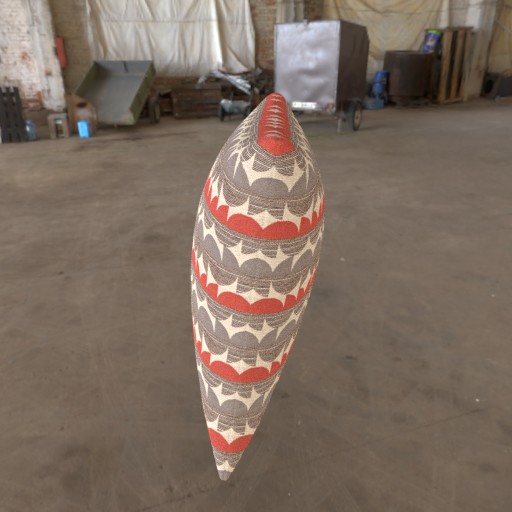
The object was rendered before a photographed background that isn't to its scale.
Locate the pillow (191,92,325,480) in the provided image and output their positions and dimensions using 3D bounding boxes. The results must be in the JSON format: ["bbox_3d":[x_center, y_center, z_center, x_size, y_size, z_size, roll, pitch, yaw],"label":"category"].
[{"bbox_3d":[0.000,0.000,0.638,0.180,0.410,0.420,1,25,2],"label":"pillow"}]
